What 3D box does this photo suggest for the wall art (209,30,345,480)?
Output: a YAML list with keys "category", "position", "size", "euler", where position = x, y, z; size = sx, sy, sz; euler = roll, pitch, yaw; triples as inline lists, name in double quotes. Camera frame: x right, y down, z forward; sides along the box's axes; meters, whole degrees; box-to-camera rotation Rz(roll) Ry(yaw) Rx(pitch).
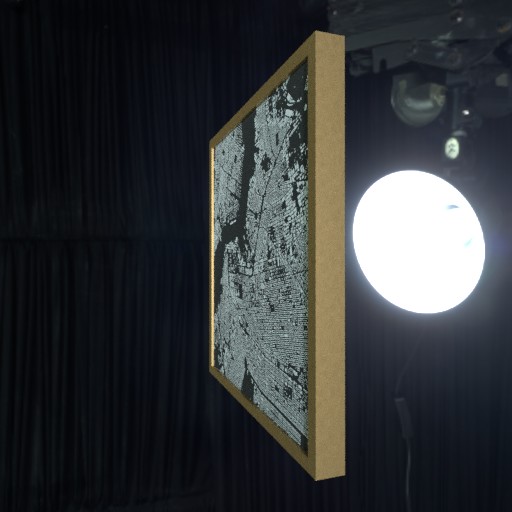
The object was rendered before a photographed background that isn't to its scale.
- category: "wall art"
  position: [0.000, 0.000, 1.886]
  size: [0.095, 1.284, 1.284]
  euler: [0, 0, -20]
